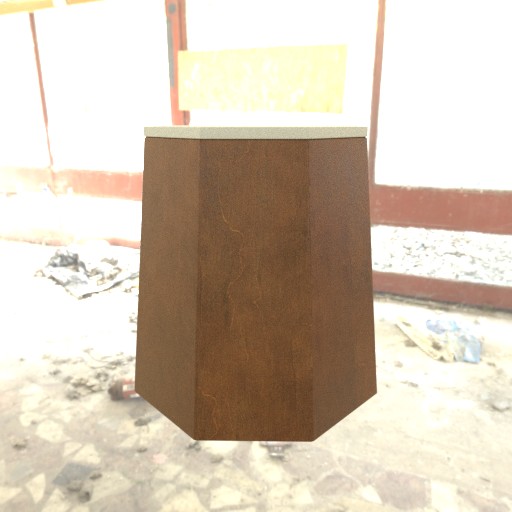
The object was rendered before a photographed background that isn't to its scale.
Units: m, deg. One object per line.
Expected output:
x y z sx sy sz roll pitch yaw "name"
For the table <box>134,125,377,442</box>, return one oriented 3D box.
0.000 0.000 0.811 0.439 0.457 0.439 16 23 42 "table"
